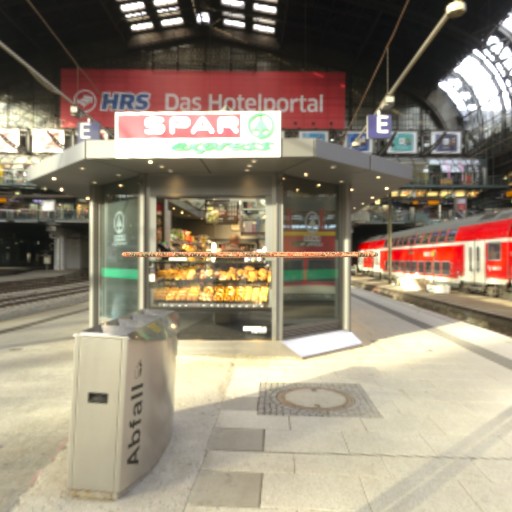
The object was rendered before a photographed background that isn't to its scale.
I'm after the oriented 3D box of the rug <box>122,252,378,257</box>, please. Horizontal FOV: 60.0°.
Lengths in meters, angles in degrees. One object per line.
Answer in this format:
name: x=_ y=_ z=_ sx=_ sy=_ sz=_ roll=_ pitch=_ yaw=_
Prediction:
rug: x=0.000 y=0.000 z=2.577 sx=0.810 sy=0.016 sz=2.413 roll=0 pitch=0 yaw=1
